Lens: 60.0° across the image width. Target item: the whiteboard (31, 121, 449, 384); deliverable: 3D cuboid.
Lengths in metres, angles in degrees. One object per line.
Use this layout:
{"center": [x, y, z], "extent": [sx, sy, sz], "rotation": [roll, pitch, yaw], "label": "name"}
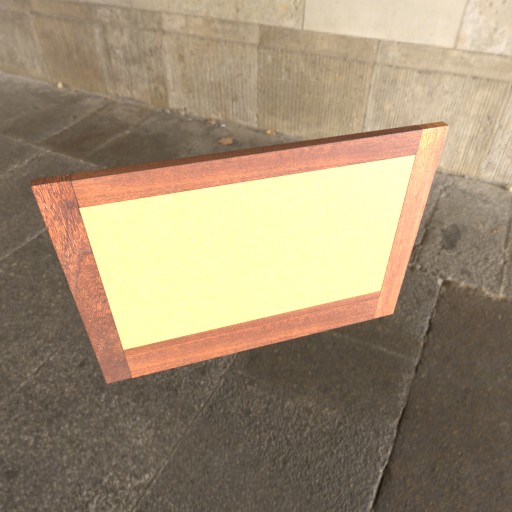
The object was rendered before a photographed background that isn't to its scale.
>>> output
{"center": [0.000, 0.000, 1.011], "extent": [0.783, 0.559, 0.083], "rotation": [-11, 42, -13], "label": "whiteboard"}
